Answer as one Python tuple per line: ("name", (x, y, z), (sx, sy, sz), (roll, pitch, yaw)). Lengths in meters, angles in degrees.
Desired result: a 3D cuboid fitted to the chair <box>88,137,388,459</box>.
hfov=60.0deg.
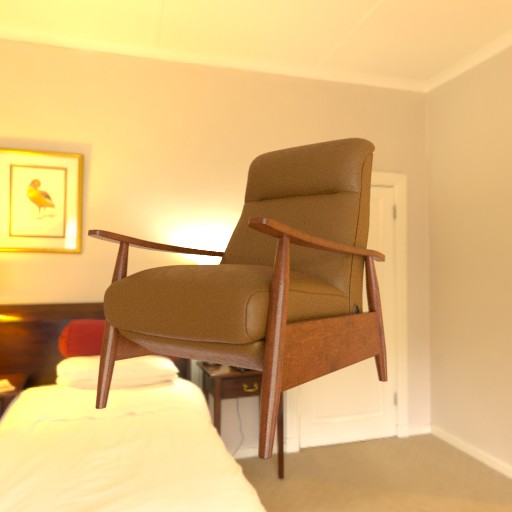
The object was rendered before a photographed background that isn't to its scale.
("chair", (0.000, 0.000, 1.763), (0.762, 1.082, 1.014), (-1, -1, 35))
